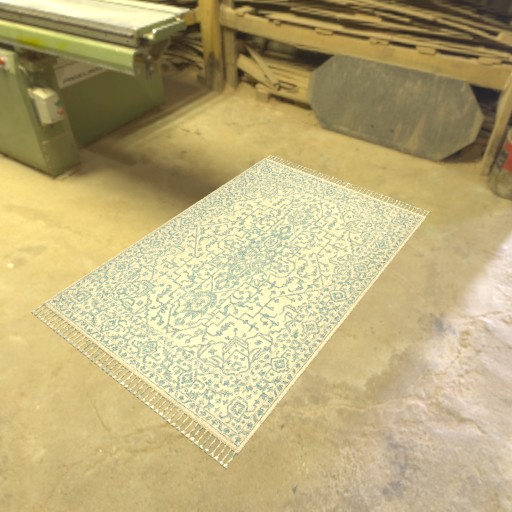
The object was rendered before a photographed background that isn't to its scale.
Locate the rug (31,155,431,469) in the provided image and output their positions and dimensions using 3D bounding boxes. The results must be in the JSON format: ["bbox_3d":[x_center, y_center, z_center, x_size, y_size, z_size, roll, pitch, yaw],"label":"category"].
[{"bbox_3d":[0.000,0.000,3.027,1.524,0.010,2.438,26,47,27],"label":"rug"}]
